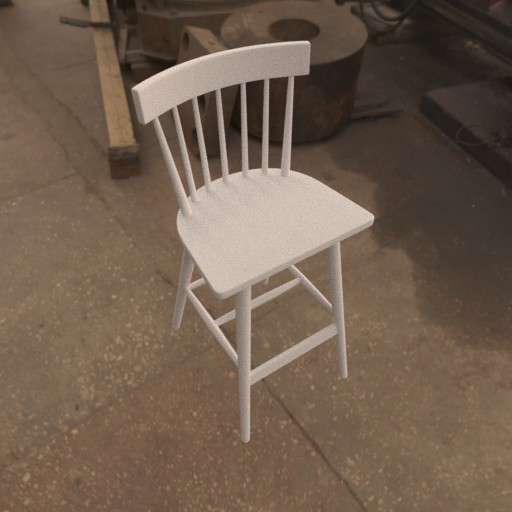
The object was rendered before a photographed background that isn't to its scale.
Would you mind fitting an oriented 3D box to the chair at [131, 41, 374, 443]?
[{"bbox_3d":[0.000,0.000,1.355,0.483,1.092,0.572,-25,52,-22],"label":"chair"}]
